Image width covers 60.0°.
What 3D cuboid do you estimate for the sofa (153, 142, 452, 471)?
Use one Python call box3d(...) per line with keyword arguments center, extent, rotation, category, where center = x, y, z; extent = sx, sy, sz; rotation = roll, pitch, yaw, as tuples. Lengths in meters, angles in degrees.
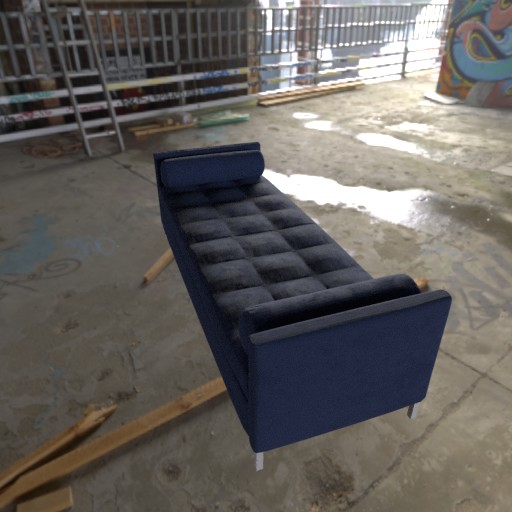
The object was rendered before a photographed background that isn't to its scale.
box3d(center=(0.000, 0.000, 2.486), extent=(0.797, 0.657, 2.102), rotation=(-10, 32, -17), category="sofa")
